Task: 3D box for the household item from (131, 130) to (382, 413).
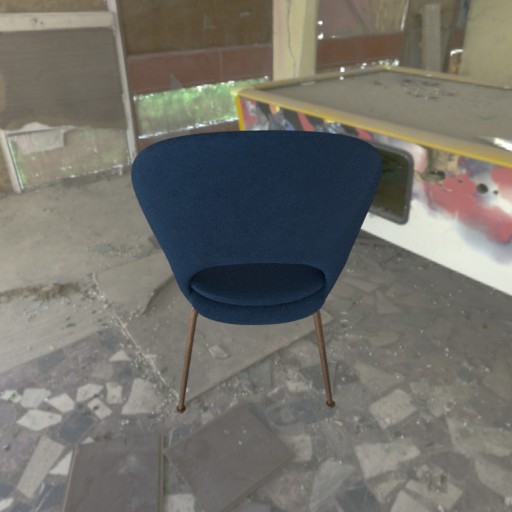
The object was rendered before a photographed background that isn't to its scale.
[{"bbox_3d":[0.000,0.000,1.261,0.623,0.852,0.573,-1,31,-2],"label":"household item"}]
